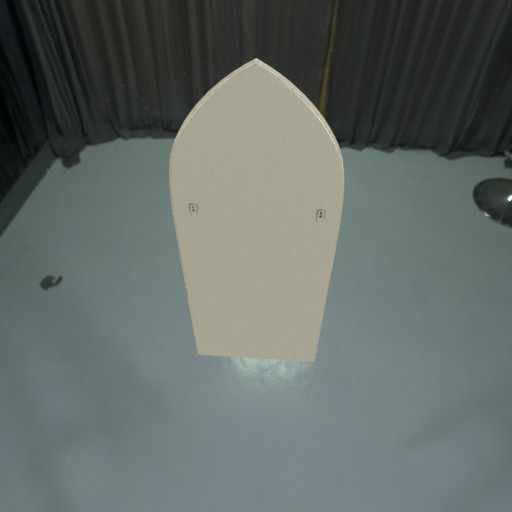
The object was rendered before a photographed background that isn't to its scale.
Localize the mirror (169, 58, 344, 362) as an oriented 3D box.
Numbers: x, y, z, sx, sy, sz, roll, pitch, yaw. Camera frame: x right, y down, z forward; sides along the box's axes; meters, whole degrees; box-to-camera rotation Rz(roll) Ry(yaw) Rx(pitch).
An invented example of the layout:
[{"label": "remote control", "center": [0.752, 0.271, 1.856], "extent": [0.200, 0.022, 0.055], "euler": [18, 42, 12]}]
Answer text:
[{"label": "mirror", "center": [0.000, 0.000, 1.337], "extent": [0.464, 1.175, 0.025], "euler": [3, 47, 3]}]
